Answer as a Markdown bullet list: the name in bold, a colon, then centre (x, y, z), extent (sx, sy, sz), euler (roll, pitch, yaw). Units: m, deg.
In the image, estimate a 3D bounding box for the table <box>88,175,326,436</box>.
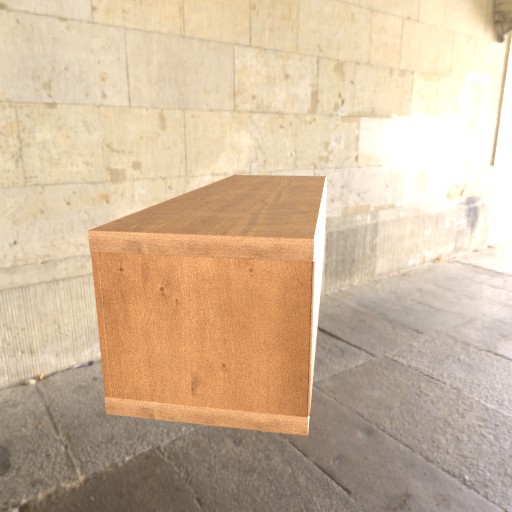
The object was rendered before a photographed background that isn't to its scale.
- **table**: centre (0.000, 0.000, 1.713), extent (0.499, 0.491, 1.499), euler (3, 15, 9)
